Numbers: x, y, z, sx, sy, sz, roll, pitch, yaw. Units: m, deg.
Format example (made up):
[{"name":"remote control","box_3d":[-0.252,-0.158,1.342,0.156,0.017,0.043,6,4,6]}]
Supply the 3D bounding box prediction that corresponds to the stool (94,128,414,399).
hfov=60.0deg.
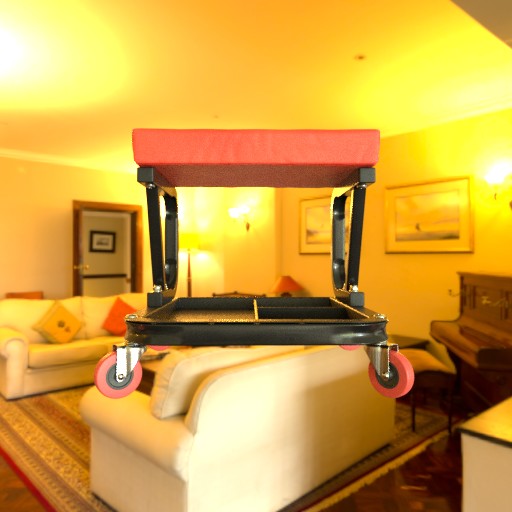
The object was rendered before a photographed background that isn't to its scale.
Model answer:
[{"name":"stool","box_3d":[0.000,0.000,0.738,0.446,0.380,0.371,0,0,-1]}]
